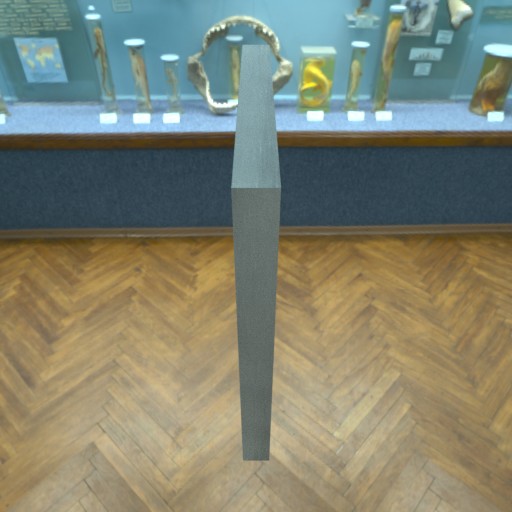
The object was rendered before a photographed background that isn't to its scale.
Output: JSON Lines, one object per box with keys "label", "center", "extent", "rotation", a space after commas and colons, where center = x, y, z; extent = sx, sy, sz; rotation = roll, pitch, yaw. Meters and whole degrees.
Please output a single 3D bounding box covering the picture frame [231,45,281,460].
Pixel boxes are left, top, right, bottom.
{"label": "picture frame", "center": [0.000, 0.000, 0.761], "extent": [0.046, 0.555, 0.449], "rotation": [0, 41, 0]}
